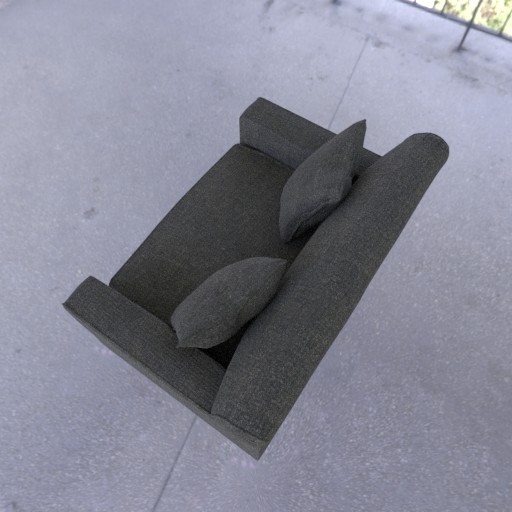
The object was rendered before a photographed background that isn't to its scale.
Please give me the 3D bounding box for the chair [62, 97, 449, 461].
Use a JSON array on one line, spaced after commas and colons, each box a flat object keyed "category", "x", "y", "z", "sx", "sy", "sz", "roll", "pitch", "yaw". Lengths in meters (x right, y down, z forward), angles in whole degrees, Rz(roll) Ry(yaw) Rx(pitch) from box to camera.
[{"category": "chair", "x": 0.000, "y": 0.000, "z": 2.012, "sx": 1.000, "sy": 0.948, "sz": 1.383, "roll": 31, "pitch": 67, "yaw": 15}]
